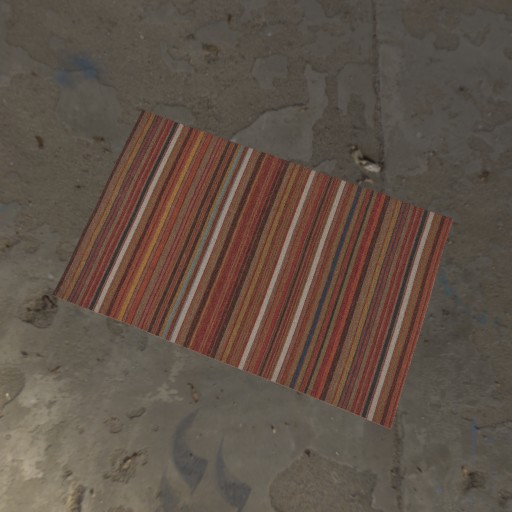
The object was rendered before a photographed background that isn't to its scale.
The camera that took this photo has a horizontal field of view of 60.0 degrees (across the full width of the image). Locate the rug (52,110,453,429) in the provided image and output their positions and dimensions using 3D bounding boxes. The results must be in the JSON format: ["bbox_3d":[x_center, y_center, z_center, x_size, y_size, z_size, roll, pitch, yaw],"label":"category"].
[{"bbox_3d":[0.000,0.000,3.110,2.438,0.008,1.523,20,77,5],"label":"rug"}]
